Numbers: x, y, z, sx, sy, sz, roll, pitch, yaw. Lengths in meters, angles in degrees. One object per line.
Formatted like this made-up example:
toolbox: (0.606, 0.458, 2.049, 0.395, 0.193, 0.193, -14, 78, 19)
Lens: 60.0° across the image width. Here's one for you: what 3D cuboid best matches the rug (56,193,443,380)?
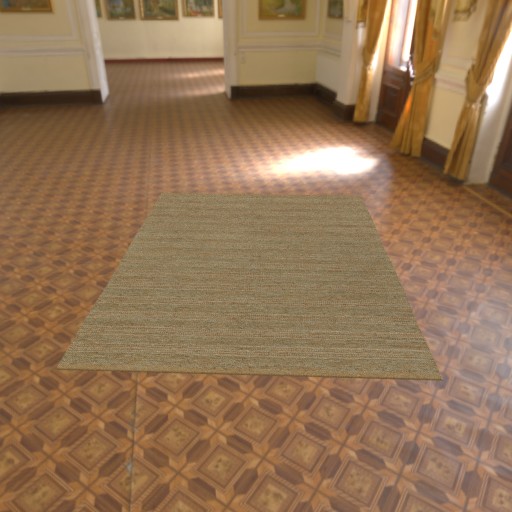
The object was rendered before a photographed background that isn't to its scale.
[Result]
rug: (0.000, 0.000, 4.122, 2.471, 0.012, 3.034, 1, 30, 2)
